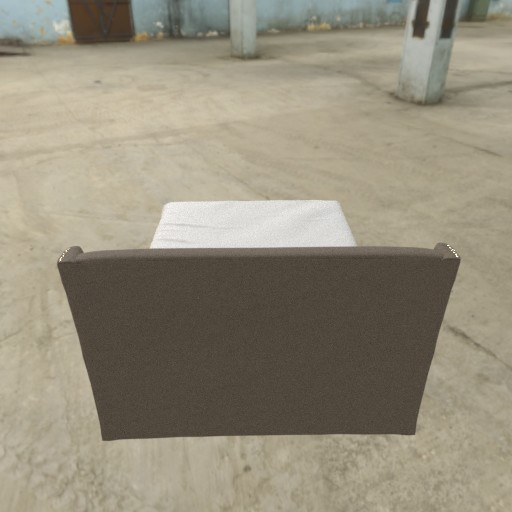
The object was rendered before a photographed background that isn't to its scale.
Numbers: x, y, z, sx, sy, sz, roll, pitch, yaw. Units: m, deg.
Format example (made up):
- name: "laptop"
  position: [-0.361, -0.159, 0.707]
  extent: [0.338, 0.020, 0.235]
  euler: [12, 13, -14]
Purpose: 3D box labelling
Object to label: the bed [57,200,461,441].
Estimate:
- name: "bed"
  position: [0.000, 0.000, 3.357]
  extent: [1.925, 1.332, 2.276]
  euler: [-1, 31, -1]
